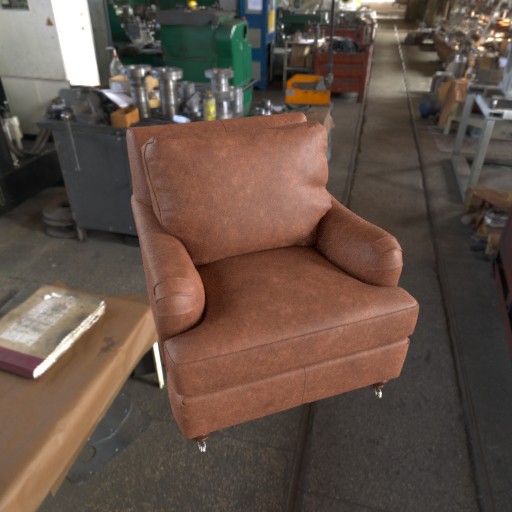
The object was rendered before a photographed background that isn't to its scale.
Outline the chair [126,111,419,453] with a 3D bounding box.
[{"bbox_3d":[0.000,0.000,1.982,0.986,1.055,1.158,-11,34,-16],"label":"chair"}]
